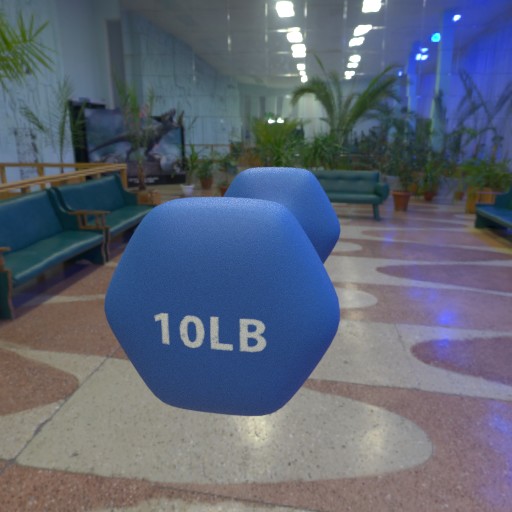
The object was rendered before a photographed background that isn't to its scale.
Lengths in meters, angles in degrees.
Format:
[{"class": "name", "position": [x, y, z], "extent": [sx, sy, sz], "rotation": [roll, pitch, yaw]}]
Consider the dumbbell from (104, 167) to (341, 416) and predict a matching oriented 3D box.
[{"class": "dumbbell", "position": [0.000, 0.000, 0.269], "extent": [0.103, 0.093, 0.212], "rotation": [3, 16, 11]}]
